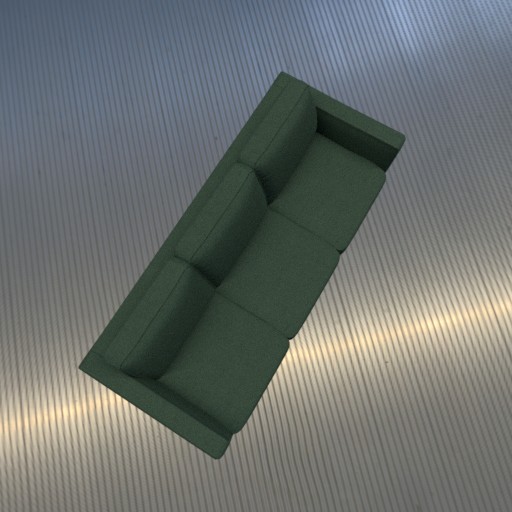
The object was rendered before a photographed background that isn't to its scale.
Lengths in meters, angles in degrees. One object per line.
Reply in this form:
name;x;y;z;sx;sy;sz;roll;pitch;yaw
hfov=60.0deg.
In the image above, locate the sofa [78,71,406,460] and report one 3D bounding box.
sofa;0.000;0.000;2.605;0.879;0.899;2.029;31;78;7
